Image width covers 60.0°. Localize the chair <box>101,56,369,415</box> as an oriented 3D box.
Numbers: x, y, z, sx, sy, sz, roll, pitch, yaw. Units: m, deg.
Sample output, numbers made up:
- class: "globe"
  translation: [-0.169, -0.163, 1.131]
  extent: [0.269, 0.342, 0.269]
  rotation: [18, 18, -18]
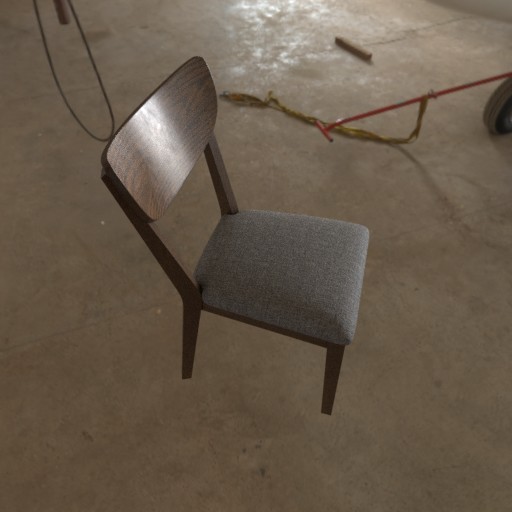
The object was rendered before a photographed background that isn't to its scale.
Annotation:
- class: "chair"
  translation: [0.000, 0.000, 1.212]
  extent: [0.583, 0.849, 0.491]
  rotation: [12, 48, 11]
